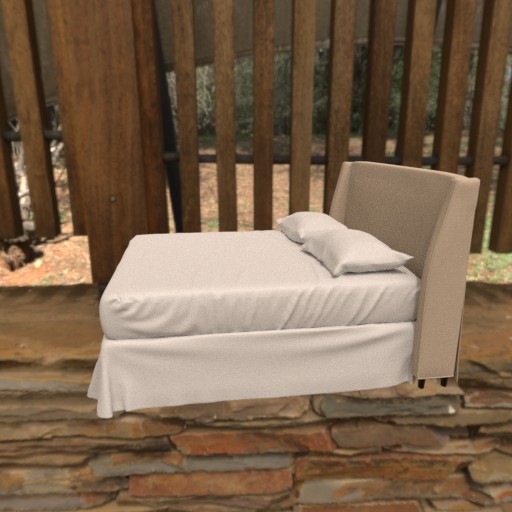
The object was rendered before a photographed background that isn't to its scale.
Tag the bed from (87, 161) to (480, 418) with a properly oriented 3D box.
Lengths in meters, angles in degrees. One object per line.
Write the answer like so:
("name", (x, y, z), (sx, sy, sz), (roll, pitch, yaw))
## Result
("bed", (0.000, 0.000, 3.368), (2.276, 1.332, 1.925), (-2, 15, -8))
